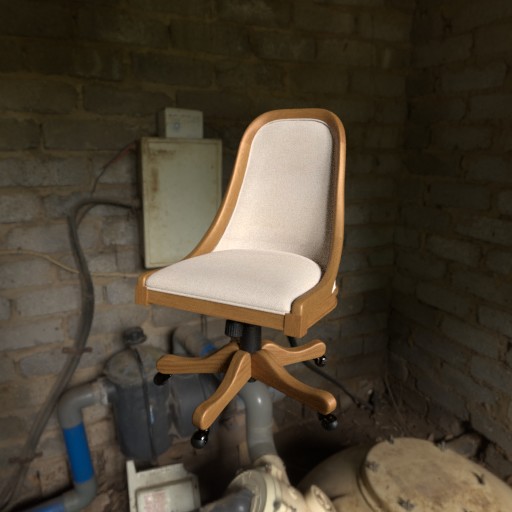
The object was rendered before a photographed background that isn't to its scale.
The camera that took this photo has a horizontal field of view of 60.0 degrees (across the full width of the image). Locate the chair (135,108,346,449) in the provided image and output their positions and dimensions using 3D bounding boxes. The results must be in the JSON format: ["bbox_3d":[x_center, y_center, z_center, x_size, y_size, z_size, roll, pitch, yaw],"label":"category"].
[{"bbox_3d":[0.000,0.000,1.532,0.702,1.009,0.811,7,17,26],"label":"chair"}]
